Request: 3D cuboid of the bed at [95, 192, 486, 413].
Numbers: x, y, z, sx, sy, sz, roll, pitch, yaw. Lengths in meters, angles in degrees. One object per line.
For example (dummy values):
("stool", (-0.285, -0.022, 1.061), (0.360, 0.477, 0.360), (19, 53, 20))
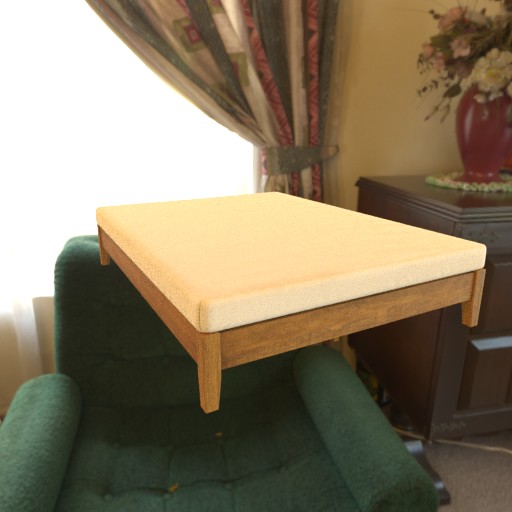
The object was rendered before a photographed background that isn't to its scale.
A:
("bed", (0.000, 0.000, 2.729), (1.536, 0.431, 2.016), (-9, 19, -27))
